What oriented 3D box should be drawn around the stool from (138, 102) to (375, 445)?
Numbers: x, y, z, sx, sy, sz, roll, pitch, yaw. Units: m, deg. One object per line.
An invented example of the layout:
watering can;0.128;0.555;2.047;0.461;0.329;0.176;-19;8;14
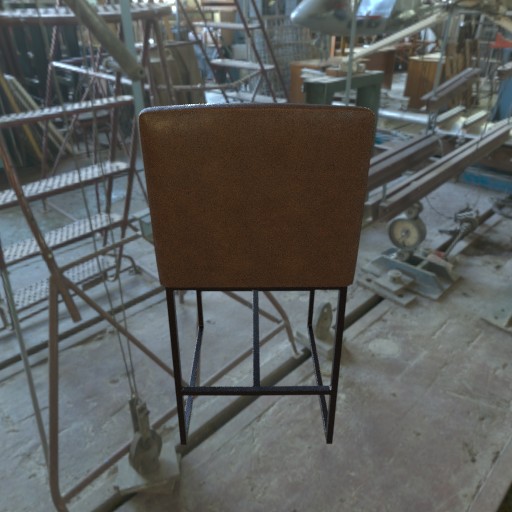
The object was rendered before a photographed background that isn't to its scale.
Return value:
stool;0.000;0.000;1.271;0.463;0.942;0.562;0;30;0
